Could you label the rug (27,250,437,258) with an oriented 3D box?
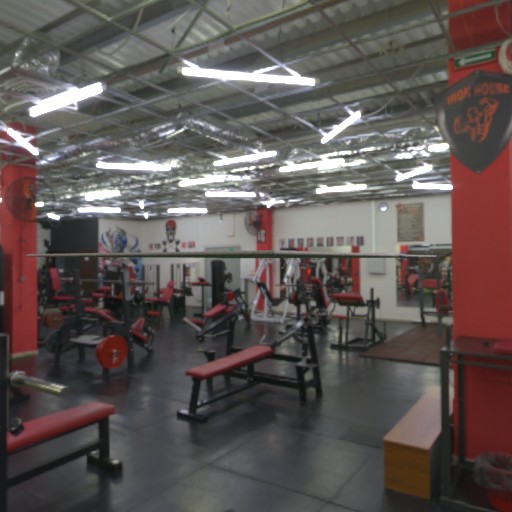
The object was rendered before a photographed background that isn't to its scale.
[{"bbox_3d":[0.000,0.000,4.081,2.434,0.032,3.007,0,-1,36],"label":"rug"}]
